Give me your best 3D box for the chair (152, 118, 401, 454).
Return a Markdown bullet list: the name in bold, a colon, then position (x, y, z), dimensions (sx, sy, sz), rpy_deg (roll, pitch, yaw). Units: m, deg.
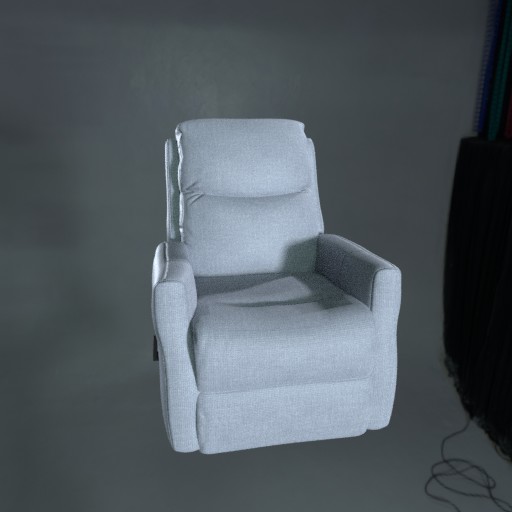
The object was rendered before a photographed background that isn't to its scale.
- **chair**: position (0.000, 0.000, 1.727), dimensions (0.829, 1.030, 1.080), rpy_deg (-3, 17, -9)
